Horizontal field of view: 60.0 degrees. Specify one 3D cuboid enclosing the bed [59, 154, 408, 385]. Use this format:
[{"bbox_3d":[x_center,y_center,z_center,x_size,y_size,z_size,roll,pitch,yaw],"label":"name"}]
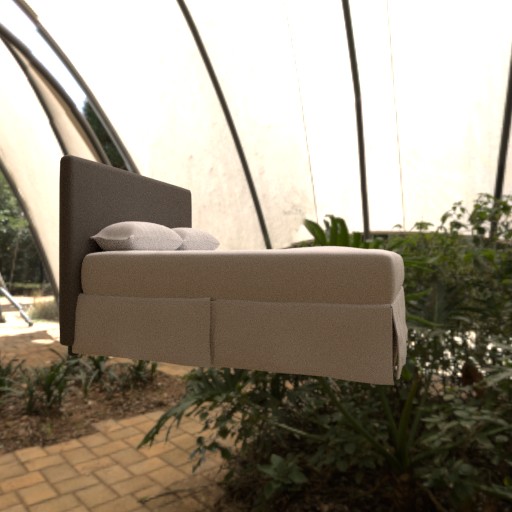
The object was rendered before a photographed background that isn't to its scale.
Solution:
[{"bbox_3d":[0.000,0.000,3.312,2.142,1.330,1.723,0,0,20],"label":"bed"}]
